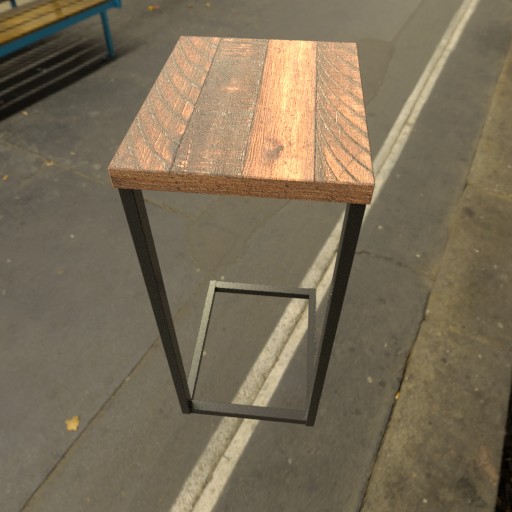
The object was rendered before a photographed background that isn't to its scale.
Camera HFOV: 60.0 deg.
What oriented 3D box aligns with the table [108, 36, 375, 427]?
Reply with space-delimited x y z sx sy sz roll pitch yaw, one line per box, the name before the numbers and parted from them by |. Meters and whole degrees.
table | 0.000 0.000 0.930 0.323 0.718 0.414 4 47 4
